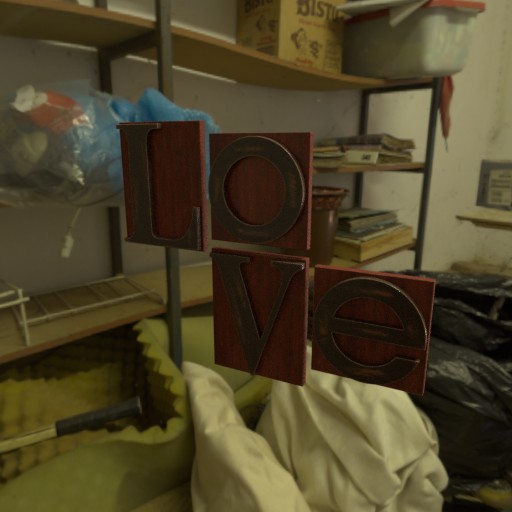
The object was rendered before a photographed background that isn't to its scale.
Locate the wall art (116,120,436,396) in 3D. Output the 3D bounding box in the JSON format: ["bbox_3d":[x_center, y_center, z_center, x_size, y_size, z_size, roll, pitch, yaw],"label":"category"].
[{"bbox_3d":[0.000,0.000,0.839,0.635,0.497,0.030,7,16,26],"label":"wall art"}]
